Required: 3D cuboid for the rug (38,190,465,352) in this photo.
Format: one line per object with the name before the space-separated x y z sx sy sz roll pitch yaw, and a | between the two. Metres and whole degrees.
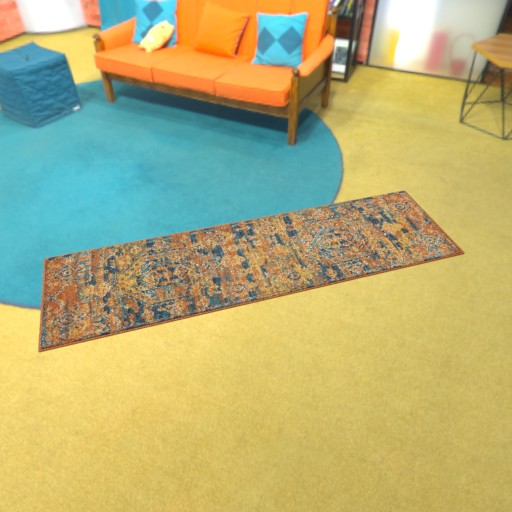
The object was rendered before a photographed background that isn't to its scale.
rug | 0.000 0.000 2.487 2.274 0.016 0.651 -12 44 -12
